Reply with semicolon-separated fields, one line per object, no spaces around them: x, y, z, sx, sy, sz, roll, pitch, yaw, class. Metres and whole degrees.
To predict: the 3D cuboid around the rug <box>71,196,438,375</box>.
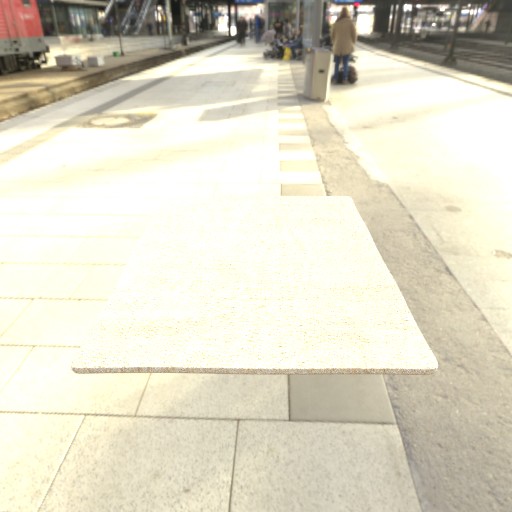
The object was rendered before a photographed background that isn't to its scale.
0.000;0.000;2.135;1.200;0.027;1.600;0;28;0;rug
